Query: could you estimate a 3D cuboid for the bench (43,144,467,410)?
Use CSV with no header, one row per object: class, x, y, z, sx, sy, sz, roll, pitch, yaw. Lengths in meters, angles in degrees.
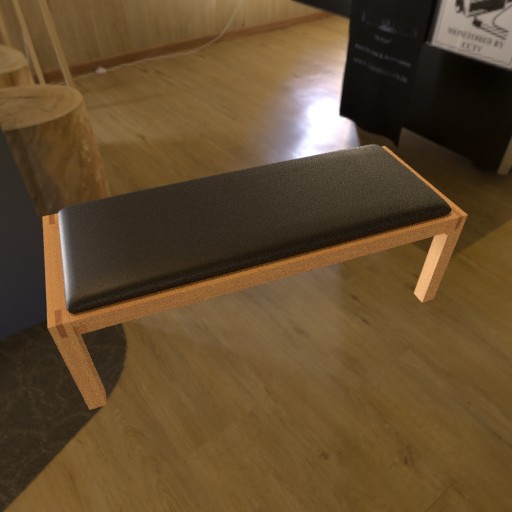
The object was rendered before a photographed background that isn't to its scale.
bench,0.000,0.000,1.448,1.202,0.430,0.450,-15,45,-15
